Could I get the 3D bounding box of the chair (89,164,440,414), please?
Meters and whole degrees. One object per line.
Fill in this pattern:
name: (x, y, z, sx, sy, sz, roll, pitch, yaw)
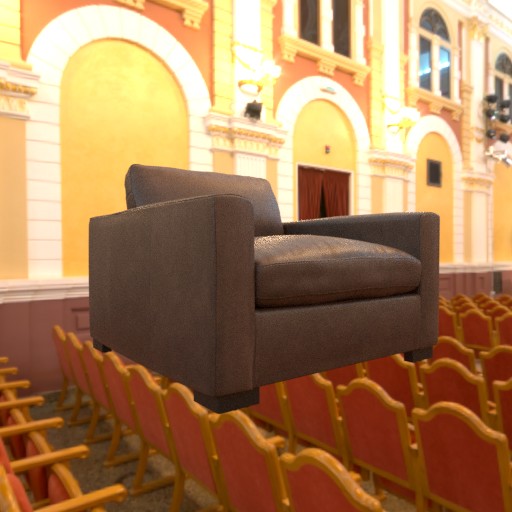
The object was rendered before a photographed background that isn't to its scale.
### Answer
chair: (0.000, 0.000, 1.834, 1.100, 0.812, 1.069, -1, 1, -37)
